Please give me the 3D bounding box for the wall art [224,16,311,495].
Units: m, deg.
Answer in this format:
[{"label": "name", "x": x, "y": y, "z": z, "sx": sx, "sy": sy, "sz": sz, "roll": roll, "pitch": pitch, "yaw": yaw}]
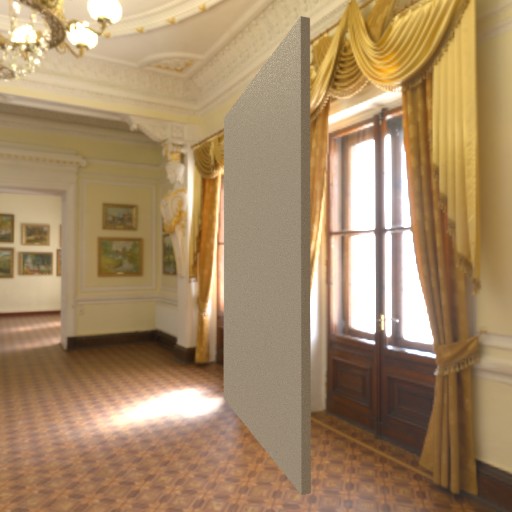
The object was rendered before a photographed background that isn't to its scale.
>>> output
[{"label": "wall art", "x": 0.000, "y": 0.000, "z": 0.595, "sx": 0.010, "sy": 0.474, "sz": 0.325, "roll": 0, "pitch": -1, "yaw": -18}]
